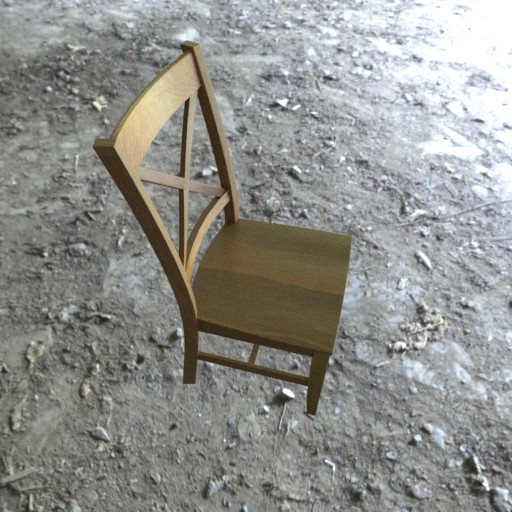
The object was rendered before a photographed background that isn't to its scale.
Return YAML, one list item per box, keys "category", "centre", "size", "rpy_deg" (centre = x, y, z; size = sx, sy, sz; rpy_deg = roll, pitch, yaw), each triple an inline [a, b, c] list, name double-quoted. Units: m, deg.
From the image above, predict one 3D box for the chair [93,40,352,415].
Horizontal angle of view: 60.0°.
- category: "chair"
  centre: [0.000, 0.000, 1.295]
  size: [0.542, 0.983, 0.485]
  rpy_deg: [11, 49, 10]
